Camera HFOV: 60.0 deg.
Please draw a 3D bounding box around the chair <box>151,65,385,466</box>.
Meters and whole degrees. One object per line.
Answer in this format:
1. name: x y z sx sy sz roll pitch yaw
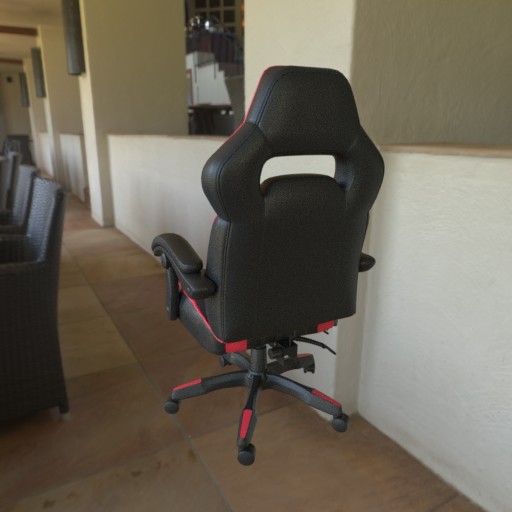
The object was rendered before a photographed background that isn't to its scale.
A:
1. chair: 0.000 0.000 1.621 0.700 1.220 0.700 -8 17 -25
